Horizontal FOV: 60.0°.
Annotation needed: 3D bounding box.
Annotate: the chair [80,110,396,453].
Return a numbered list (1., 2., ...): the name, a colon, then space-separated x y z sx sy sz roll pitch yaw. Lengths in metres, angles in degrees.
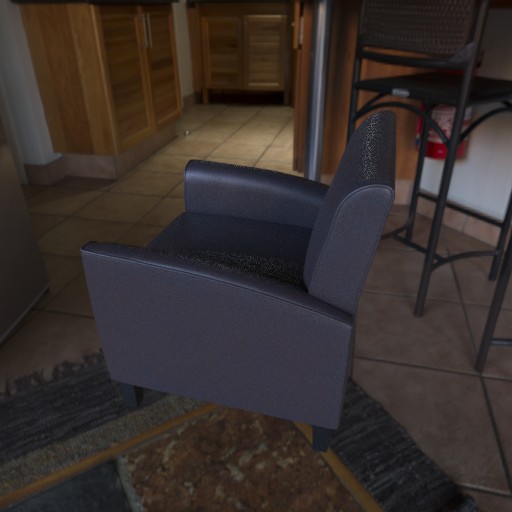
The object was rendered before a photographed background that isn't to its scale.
1. chair: 0.000 0.000 1.555 0.819 0.916 0.820 8 32 13
